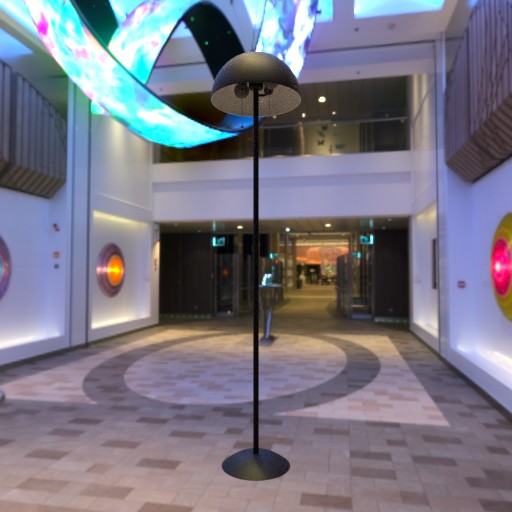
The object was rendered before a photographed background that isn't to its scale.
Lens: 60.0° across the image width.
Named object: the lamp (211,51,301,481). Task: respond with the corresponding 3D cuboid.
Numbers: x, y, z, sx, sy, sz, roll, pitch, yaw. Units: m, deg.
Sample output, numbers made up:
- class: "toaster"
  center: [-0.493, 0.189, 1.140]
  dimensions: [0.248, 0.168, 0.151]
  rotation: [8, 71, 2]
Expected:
- class: "lamp"
  center: [0.000, 0.000, 1.597]
  dimensions: [0.328, 1.480, 0.328]
  rotation: [2, -3, -35]
